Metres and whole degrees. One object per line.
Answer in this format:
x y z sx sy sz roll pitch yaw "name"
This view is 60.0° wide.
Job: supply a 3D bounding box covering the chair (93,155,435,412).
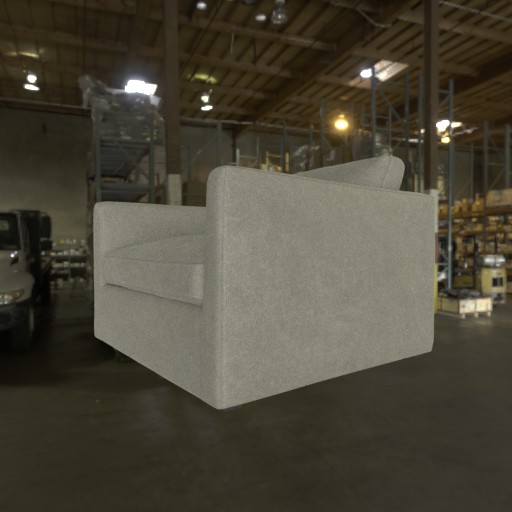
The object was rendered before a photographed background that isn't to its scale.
0.000 0.000 1.910 1.091 0.845 1.190 -1 1 -35 "chair"
